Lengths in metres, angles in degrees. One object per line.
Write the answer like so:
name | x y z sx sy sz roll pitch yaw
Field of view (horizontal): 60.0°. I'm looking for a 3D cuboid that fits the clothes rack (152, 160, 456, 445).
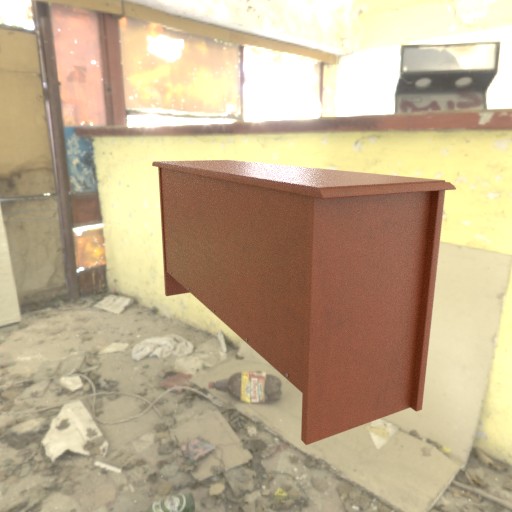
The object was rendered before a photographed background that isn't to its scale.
clothes rack | 0.000 0.000 1.520 0.362 0.594 1.251 -7 16 -26
